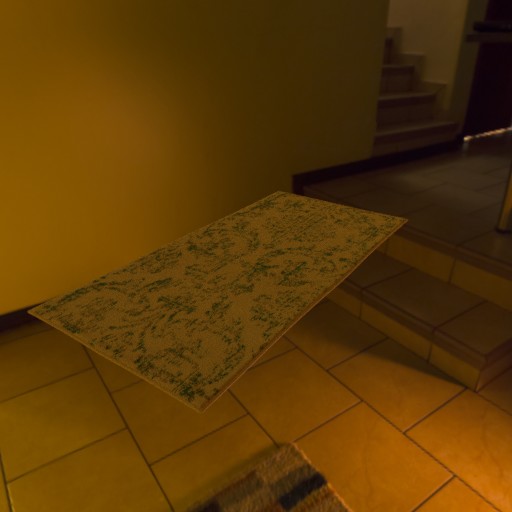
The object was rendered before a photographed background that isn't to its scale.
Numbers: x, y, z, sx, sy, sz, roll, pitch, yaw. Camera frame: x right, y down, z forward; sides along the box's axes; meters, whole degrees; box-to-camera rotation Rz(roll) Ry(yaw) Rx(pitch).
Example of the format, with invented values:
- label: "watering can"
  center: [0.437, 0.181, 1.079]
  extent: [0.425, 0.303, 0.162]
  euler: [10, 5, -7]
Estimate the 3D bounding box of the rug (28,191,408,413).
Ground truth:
- label: "rug"
  center: [0.000, 0.000, 1.447]
  extent: [0.605, 0.007, 1.220]
  euler: [18, 31, 31]
